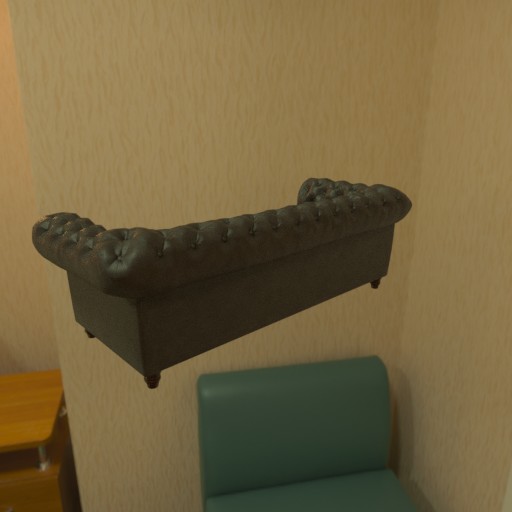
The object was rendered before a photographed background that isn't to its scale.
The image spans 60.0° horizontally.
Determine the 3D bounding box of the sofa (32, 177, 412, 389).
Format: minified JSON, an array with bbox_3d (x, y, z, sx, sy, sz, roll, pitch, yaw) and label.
[{"bbox_3d":[0.000,0.000,2.848,2.385,0.783,0.944,-15,23,-40],"label":"sofa"}]
